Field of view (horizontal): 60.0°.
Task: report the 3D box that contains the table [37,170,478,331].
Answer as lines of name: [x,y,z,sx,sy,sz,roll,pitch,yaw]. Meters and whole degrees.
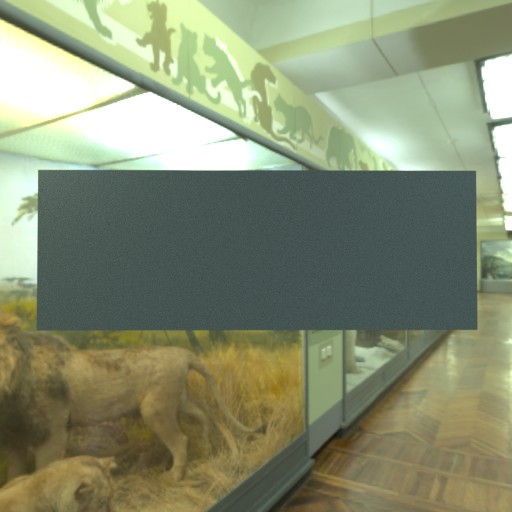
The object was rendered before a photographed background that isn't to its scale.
table: [0.000,0.000,1.208,0.801,0.299,0.801,0,-1,-1]
